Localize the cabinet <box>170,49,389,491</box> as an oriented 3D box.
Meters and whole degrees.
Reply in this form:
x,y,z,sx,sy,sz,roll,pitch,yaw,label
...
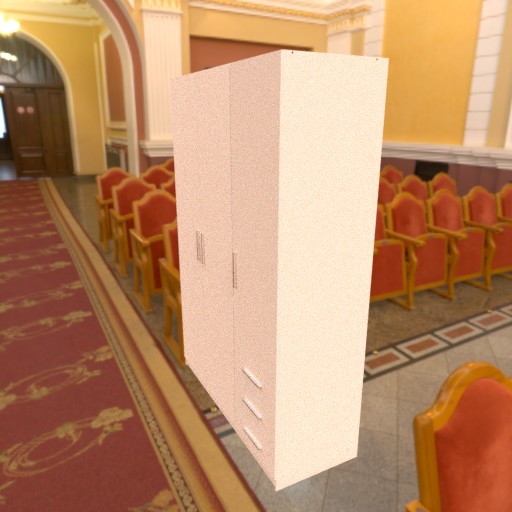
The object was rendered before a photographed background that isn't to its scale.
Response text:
x,y,z,sx,sy,sz,roll,pitch,yaw,label
0.000,0.000,2.464,0.510,1.910,1.290,-9,19,-26,cabinet
